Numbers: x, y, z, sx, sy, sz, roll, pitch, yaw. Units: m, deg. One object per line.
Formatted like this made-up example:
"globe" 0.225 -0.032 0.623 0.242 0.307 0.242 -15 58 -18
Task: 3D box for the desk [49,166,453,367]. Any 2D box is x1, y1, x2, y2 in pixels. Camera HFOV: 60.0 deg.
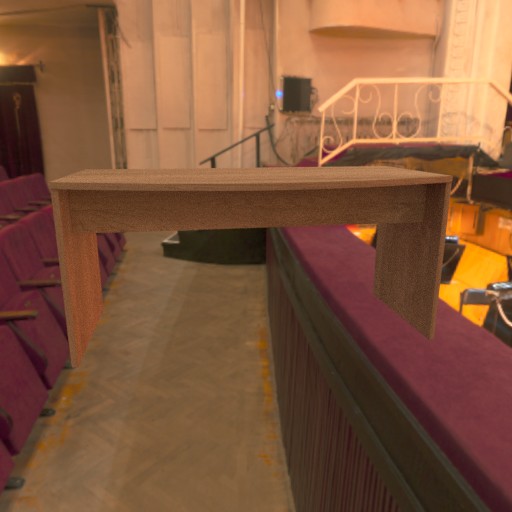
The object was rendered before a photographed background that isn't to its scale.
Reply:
"desk" 0.000 0.000 2.058 1.600 0.752 0.802 -2 15 -9
